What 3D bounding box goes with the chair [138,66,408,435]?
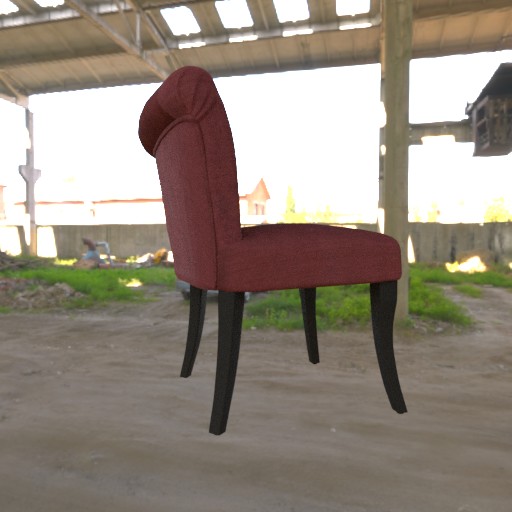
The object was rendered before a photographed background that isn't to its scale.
[{"bbox_3d":[0.000,0.000,1.184,0.605,0.750,0.582,0,1,-18],"label":"chair"}]
